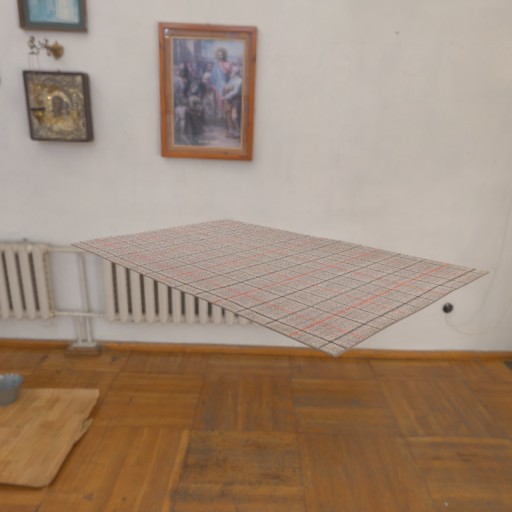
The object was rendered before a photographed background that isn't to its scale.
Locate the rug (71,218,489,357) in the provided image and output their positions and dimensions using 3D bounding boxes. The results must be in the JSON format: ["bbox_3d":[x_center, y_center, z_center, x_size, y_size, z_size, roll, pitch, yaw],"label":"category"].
[{"bbox_3d":[0.000,0.000,2.986,1.524,0.015,2.439,-14,21,-42],"label":"rug"}]
